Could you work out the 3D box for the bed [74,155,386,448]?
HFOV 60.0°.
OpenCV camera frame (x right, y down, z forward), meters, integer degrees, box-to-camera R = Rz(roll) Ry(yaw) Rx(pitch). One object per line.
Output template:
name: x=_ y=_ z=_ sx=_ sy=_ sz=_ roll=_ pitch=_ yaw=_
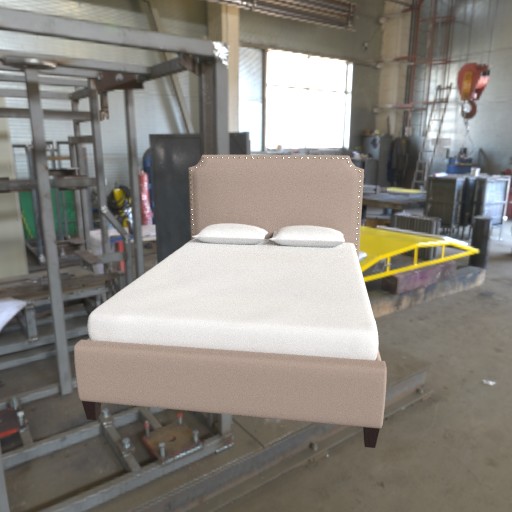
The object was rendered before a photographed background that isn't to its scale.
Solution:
bed: x=0.000 y=0.000 z=3.373 sx=1.713 sy=1.443 sz=2.372 roll=2 pitch=14 yaw=9
